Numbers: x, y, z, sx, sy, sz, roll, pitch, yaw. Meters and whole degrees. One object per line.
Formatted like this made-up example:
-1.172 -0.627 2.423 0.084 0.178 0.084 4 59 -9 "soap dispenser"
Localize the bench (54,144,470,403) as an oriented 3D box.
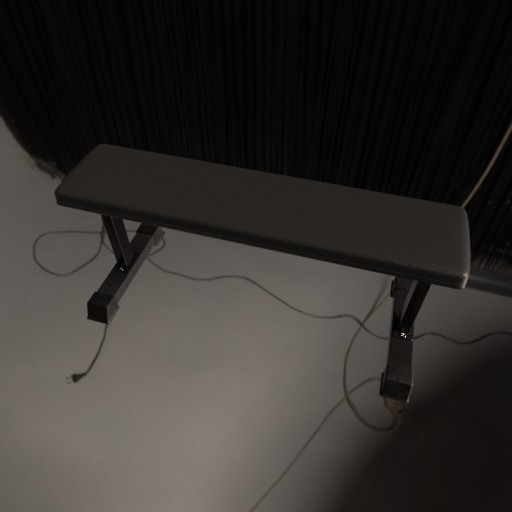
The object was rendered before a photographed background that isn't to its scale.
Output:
0.000 0.000 1.314 1.072 0.453 0.439 12 48 11 "bench"
